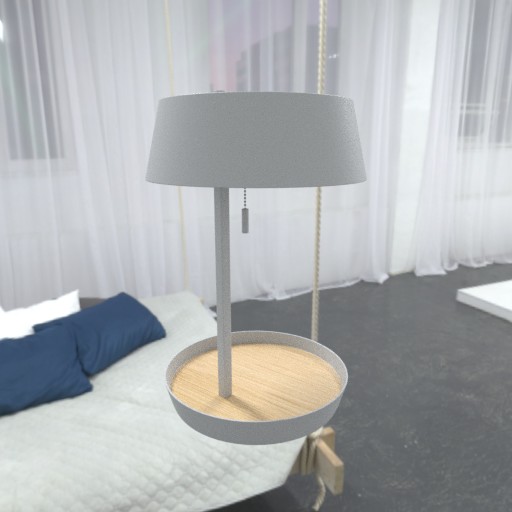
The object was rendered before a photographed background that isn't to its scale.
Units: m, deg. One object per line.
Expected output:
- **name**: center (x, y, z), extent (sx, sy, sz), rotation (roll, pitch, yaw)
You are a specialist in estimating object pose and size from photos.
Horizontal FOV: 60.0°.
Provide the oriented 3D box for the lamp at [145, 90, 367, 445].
- **lamp**: center (0.000, 0.000, 0.625), extent (0.291, 0.429, 0.291), rotation (0, 14, 0)
